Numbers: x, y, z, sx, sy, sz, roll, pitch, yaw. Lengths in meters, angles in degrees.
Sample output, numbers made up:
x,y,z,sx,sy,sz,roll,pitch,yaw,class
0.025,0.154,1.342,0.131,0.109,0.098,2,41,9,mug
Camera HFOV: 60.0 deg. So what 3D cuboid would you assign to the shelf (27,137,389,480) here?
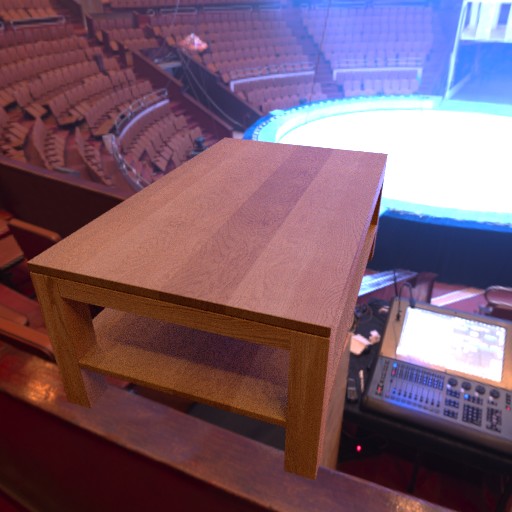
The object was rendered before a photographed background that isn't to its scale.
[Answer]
x,y,z,sx,sy,sz,roll,pitch,yaw,class
0.000,0.000,1.489,0.700,0.450,1.150,10,31,17,shelf
